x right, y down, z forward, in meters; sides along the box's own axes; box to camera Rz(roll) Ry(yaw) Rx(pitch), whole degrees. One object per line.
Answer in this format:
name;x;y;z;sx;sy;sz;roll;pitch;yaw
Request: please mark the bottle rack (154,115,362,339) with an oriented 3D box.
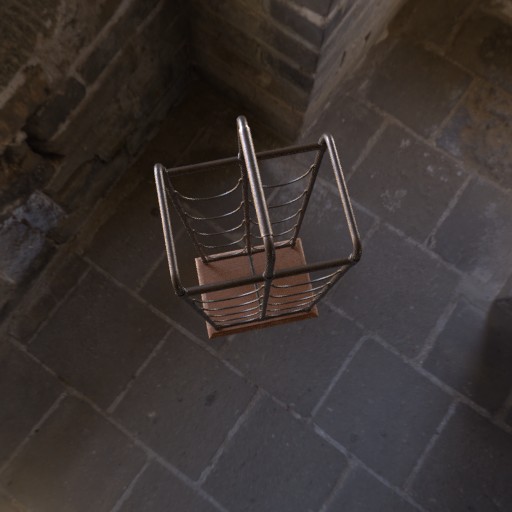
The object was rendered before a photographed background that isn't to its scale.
bottle rack;0.000;0.000;0.802;0.276;0.680;0.208;-11;76;-3
